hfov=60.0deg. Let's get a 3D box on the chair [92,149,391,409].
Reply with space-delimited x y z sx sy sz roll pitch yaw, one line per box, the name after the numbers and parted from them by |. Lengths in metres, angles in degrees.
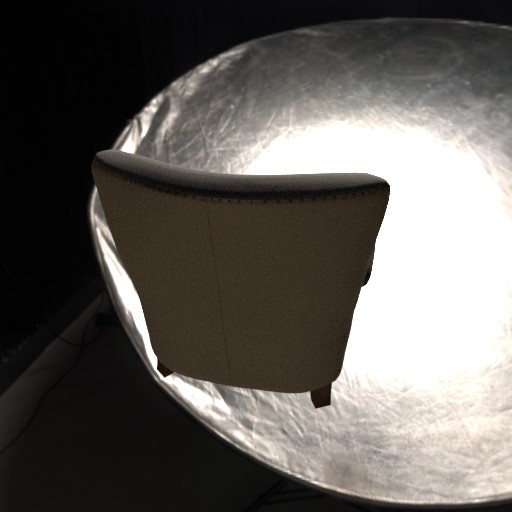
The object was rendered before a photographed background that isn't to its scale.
0.000 0.000 1.661 0.861 0.936 0.921 8 32 13 | chair
